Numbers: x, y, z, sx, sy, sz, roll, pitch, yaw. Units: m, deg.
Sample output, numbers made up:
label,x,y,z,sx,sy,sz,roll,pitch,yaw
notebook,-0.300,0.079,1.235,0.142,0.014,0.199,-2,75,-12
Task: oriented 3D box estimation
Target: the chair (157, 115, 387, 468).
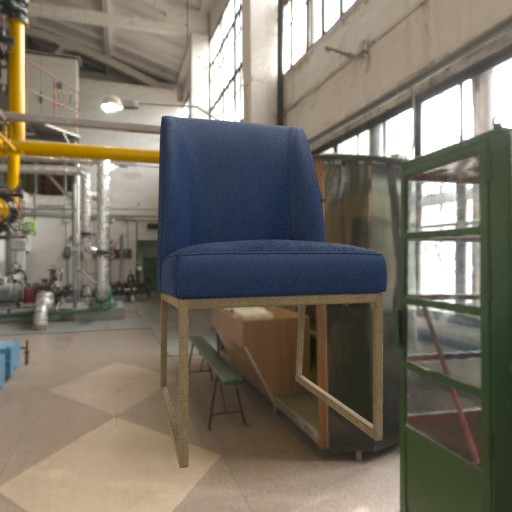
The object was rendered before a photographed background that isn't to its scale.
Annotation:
label,x,y,z,sx,sy,sz,roll,pitch,yaw
chair,0.000,0.000,1.207,0.508,0.863,0.522,0,1,-17
